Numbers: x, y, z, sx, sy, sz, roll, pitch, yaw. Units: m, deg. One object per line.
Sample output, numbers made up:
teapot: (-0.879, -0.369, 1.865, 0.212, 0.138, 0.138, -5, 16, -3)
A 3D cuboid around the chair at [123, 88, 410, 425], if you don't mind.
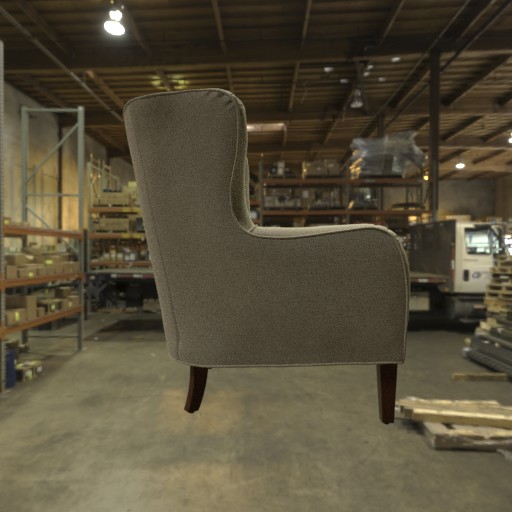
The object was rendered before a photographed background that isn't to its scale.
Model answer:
chair: (0.000, 0.000, 1.743, 0.966, 1.040, 0.838, 0, 1, 1)
